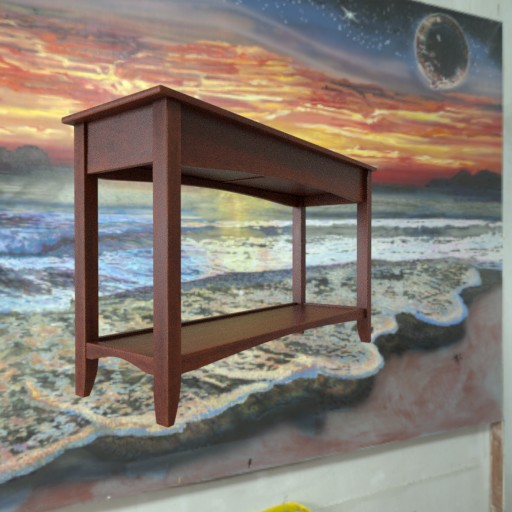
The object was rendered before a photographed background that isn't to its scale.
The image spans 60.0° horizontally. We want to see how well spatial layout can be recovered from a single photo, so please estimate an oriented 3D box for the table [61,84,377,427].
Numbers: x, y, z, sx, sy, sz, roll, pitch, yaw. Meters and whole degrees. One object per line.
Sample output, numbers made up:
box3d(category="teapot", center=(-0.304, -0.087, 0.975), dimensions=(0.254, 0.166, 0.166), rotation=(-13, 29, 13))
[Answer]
box3d(category="table", center=(0.000, 0.000, 1.528), dimensions=(0.392, 0.739, 1.188), rotation=(1, 1, 37))
